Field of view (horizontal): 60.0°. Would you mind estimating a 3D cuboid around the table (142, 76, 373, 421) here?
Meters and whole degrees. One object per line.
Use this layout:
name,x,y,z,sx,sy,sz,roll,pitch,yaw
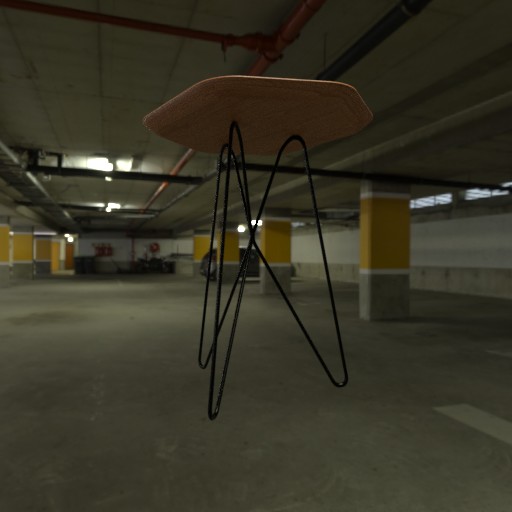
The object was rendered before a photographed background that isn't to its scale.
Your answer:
table,0.000,0.000,0.924,0.400,0.562,0.500,0,0,-37
